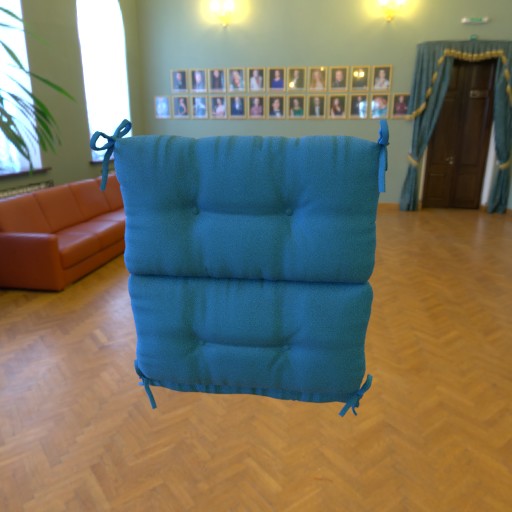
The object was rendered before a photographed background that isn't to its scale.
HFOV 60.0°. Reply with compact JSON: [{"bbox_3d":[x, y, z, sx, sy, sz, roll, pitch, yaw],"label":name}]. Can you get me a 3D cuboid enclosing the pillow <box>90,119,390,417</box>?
[{"bbox_3d":[0.000,0.000,1.033,0.519,0.605,0.571,2,16,7],"label":"pillow"}]
